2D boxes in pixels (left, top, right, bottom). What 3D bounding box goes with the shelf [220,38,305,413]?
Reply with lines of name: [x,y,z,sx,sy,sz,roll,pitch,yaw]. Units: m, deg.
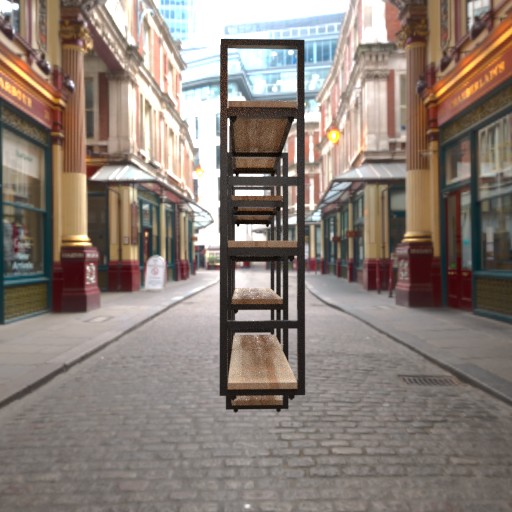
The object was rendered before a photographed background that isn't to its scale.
shelf: [0.000,0.000,1.416,0.183,0.921,0.946,0,-1,-2]
